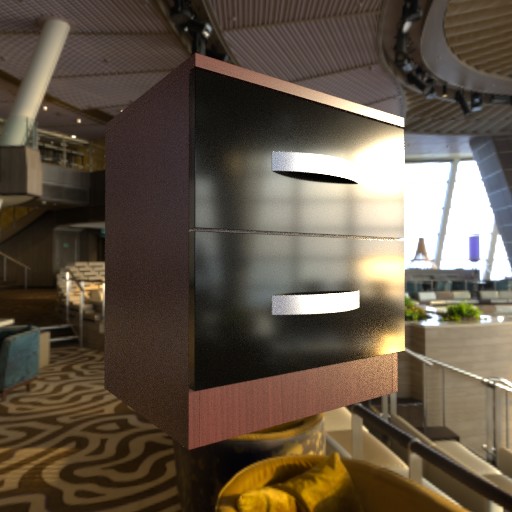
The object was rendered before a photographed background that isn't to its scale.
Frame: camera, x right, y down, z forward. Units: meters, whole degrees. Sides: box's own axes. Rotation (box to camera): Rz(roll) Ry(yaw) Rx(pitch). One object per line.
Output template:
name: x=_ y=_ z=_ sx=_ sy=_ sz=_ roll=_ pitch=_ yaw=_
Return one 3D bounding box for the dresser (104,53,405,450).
dresser: x=0.000 y=0.000 z=0.758 sx=0.400 sy=0.470 sz=0.360 roll=1 pitch=-1 yaw=-36
